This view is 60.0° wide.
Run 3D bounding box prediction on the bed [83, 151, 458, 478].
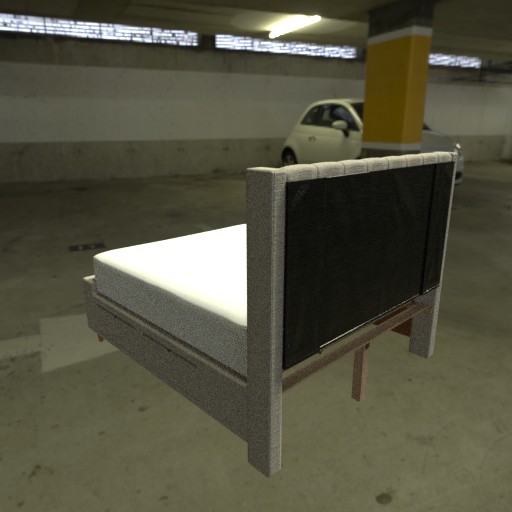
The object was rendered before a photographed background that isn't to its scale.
[{"bbox_3d":[0.000,0.000,3.754,2.044,1.748,2.372,-15,22,-42],"label":"bed"}]
